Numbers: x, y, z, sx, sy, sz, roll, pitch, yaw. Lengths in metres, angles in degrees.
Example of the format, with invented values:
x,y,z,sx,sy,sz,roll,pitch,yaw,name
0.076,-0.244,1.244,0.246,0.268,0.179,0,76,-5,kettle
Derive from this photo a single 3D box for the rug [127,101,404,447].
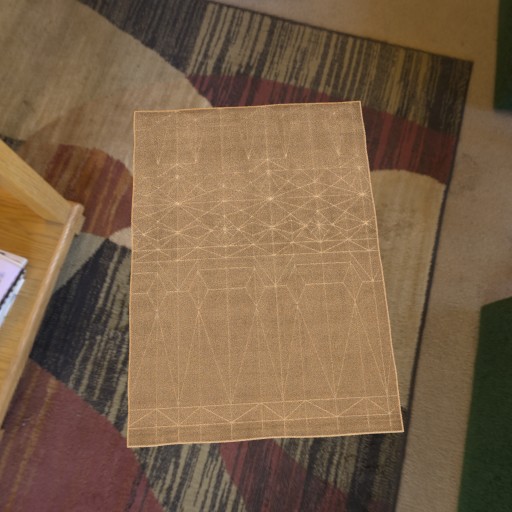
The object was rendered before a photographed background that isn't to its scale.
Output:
x,y,z,sx,sy,sz,roll,pitch,yaw,name
0.000,0.000,4.333,2.449,0.019,3.357,-3,75,-1,rug
